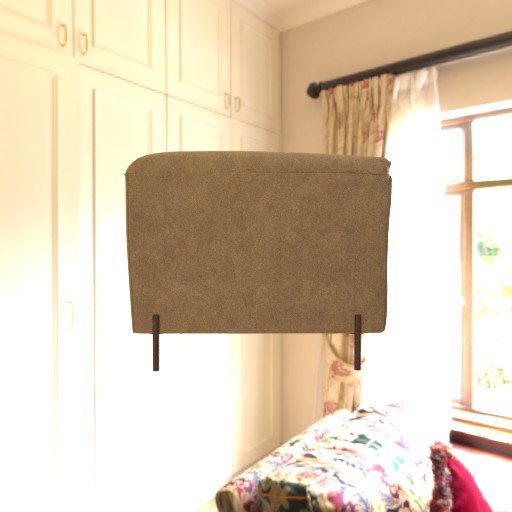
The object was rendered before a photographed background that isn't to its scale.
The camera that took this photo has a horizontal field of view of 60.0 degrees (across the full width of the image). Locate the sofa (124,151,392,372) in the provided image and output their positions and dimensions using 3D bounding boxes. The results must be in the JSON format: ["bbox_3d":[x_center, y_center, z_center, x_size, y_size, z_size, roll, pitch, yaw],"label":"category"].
[{"bbox_3d":[0.000,0.000,2.387,0.905,0.747,1.878,0,1,-1],"label":"sofa"}]
